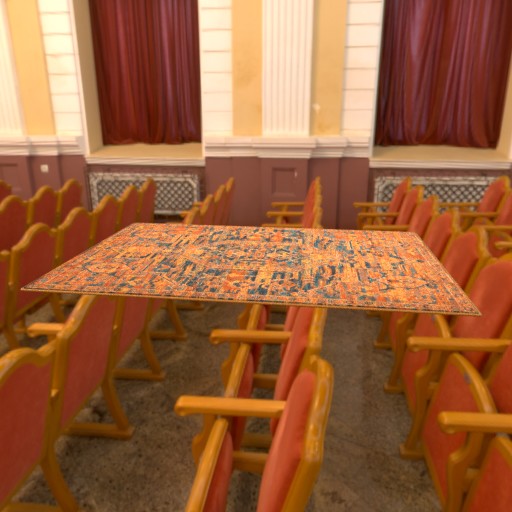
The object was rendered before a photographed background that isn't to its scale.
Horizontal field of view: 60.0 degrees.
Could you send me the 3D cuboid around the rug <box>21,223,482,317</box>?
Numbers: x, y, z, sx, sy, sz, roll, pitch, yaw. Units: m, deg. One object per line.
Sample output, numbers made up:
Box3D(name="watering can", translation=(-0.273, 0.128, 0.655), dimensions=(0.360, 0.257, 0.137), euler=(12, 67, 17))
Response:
Box3D(name="rug", translation=(0.000, 0.000, 1.080), dimensions=(0.863, 0.008, 0.557), euler=(2, 18, 7))
